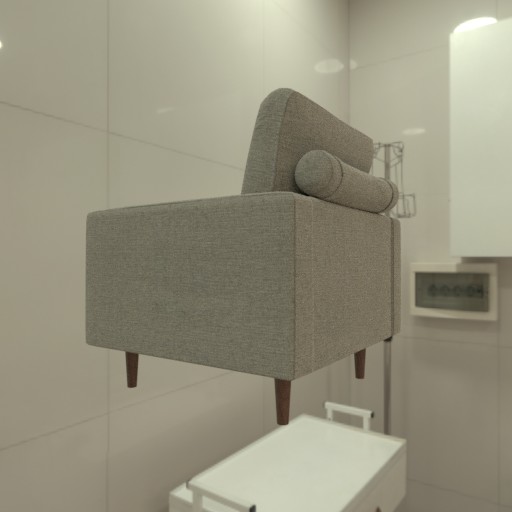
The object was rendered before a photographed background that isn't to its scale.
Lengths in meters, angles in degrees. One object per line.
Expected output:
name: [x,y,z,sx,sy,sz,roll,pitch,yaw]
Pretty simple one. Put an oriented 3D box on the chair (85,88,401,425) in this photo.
chair: [0.000,0.000,1.540,0.843,0.880,0.821,0,-1,34]
